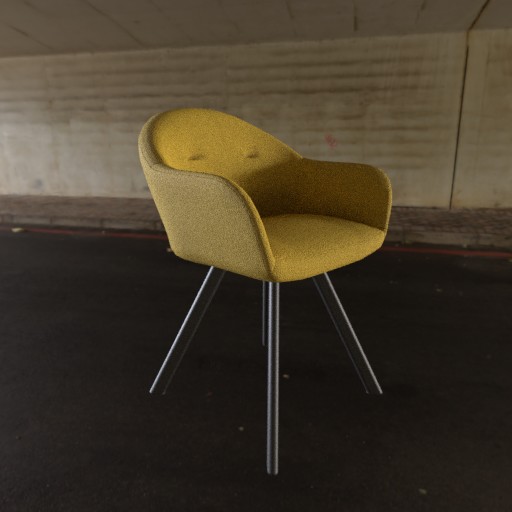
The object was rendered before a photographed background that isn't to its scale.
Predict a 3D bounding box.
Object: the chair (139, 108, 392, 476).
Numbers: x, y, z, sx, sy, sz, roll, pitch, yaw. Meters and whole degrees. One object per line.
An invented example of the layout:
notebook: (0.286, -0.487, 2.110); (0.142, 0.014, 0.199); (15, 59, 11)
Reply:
chair: (0.000, 0.000, 1.187); (0.545, 0.775, 0.565); (-14, 20, -43)
